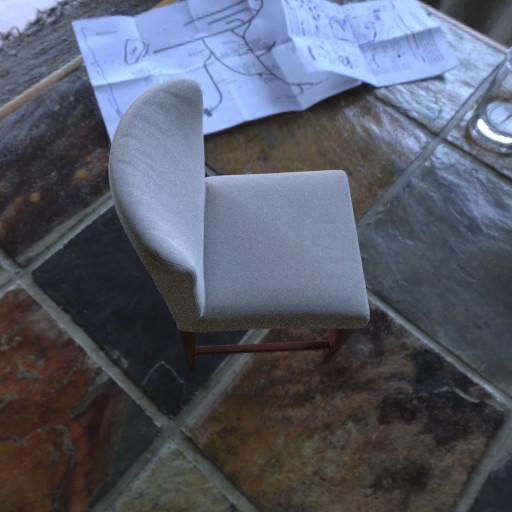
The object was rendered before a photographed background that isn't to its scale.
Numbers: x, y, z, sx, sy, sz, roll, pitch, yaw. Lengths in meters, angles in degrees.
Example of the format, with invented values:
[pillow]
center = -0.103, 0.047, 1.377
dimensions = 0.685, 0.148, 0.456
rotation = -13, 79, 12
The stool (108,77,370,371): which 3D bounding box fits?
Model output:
[stool]
center = 0.000, 0.000, 1.284
dimensions = 0.568, 0.968, 0.479
rotation = -2, 64, -1
